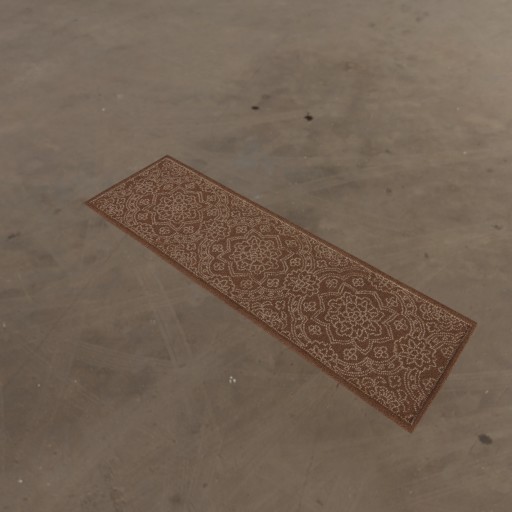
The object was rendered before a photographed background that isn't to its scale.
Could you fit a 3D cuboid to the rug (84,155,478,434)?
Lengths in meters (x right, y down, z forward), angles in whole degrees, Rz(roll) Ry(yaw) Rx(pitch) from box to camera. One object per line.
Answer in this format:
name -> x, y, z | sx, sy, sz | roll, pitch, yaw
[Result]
rug -> 0.000, 0.000, 2.686 | 2.448, 0.012, 0.769 | 32, 54, 26
